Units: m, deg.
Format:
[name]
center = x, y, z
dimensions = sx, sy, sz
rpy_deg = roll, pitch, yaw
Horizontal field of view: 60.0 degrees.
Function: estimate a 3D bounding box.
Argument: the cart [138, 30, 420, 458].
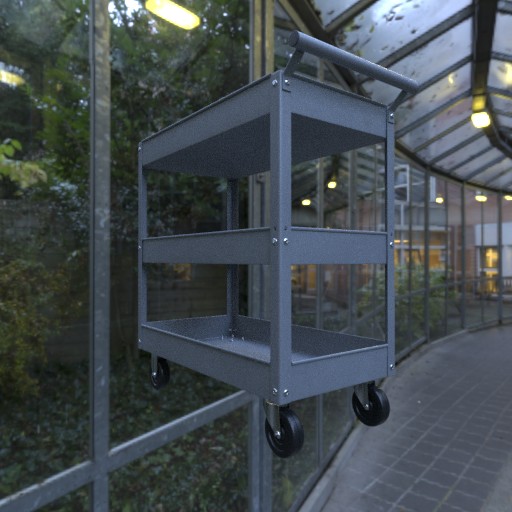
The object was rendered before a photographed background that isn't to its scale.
[cart]
center = 0.000, 0.000, 1.156
dimensions = 0.366, 0.780, 0.719
rpy_deg = 0, -1, -37
